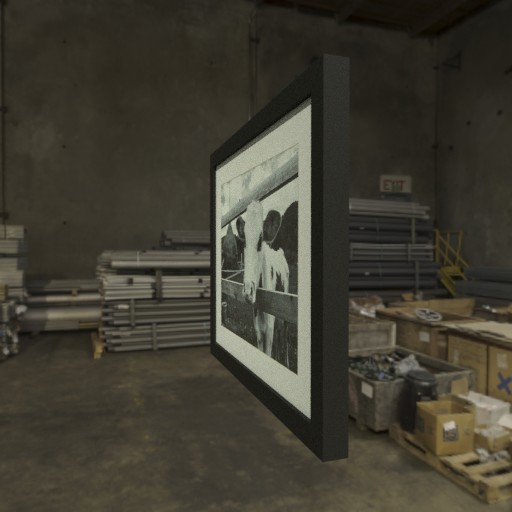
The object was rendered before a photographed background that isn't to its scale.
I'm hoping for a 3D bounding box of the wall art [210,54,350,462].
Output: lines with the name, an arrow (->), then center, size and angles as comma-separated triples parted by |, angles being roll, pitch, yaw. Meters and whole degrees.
wall art -> 0.000, 0.000, 0.551 | 0.024, 0.329, 0.404 | 0, 1, -19
